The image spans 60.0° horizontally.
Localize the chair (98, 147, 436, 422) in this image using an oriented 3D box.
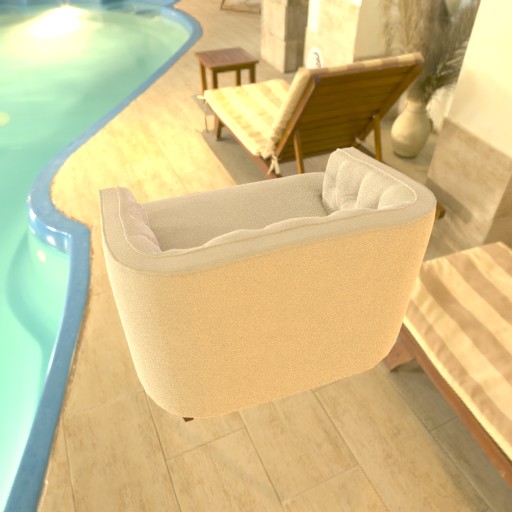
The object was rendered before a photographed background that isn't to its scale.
[{"bbox_3d":[0.000,0.000,1.783,1.104,0.852,0.941,-12,42,-14],"label":"chair"}]
